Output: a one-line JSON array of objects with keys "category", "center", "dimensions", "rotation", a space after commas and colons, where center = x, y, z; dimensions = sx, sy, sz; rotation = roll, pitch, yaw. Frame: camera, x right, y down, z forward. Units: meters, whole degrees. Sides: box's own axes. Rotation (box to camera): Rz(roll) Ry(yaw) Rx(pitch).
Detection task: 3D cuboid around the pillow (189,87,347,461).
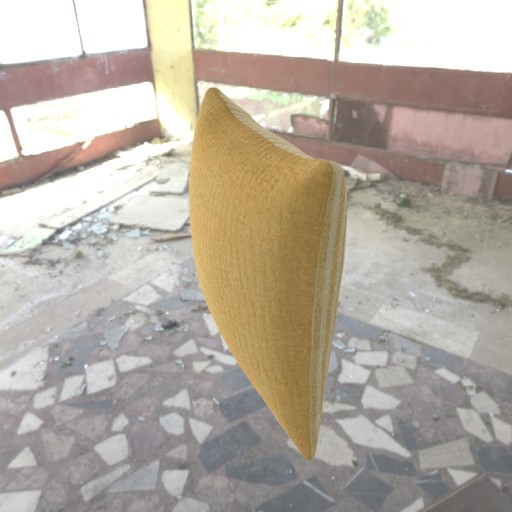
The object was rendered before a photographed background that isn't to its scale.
[{"category": "pillow", "center": [0.000, 0.000, 0.652], "dimensions": [0.173, 0.407, 0.419], "rotation": [-10, 32, -17]}]
